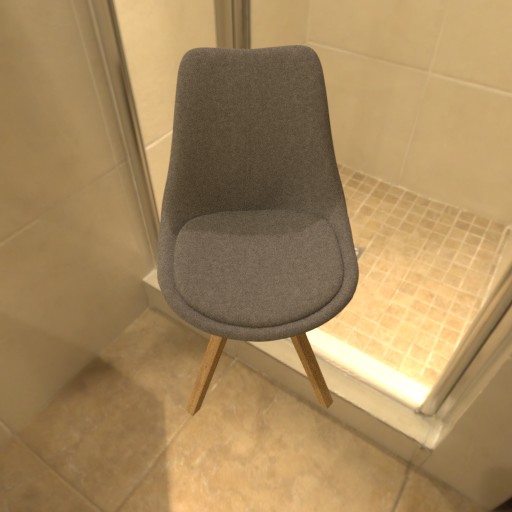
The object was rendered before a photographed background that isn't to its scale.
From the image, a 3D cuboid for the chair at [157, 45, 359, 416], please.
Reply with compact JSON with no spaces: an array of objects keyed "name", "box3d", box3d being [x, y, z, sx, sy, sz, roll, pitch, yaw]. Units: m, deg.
[{"name":"chair","box3d":[0.000,0.000,1.157,0.483,0.865,0.550,-2,46,-2]}]
